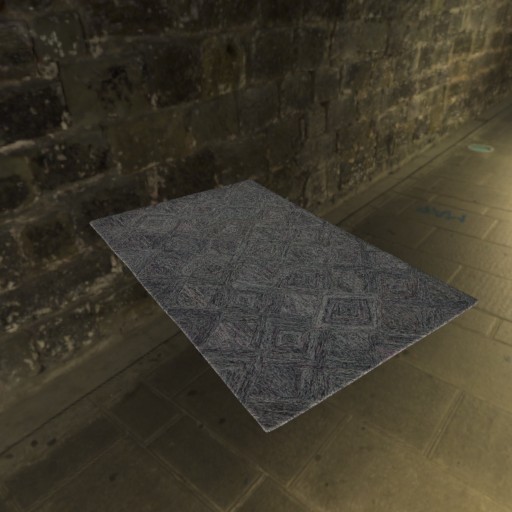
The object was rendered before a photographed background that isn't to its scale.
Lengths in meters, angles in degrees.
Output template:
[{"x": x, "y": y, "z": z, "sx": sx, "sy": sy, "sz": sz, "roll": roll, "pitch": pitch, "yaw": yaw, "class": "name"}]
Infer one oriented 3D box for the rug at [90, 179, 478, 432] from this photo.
[{"x": 0.000, "y": 0.000, "z": 2.249, "sx": 1.158, "sy": 0.013, "sz": 1.752, "roll": -20, "pitch": 37, "yaw": -30, "class": "rug"}]
